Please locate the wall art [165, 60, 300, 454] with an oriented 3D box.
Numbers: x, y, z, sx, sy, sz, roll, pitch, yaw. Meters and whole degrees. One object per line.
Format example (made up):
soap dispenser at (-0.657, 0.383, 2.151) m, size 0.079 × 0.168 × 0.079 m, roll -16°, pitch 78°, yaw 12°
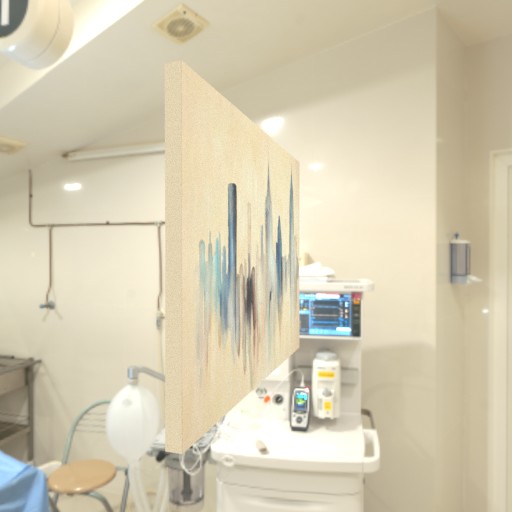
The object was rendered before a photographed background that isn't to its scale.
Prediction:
wall art at (0.000, 0.000, 1.345) m, size 0.038 × 0.762 × 1.016 m, roll 0°, pitch 1°, yaw 18°
